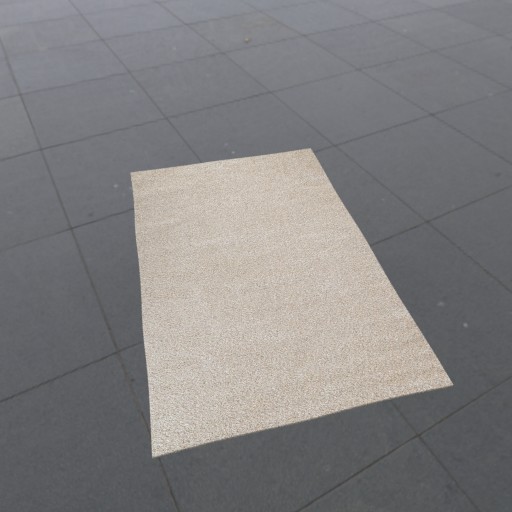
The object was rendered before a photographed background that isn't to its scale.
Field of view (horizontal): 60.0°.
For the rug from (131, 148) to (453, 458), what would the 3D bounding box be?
[{"bbox_3d":[0.000,0.000,3.450,1.800,0.025,2.699,-10,46,-9],"label":"rug"}]
